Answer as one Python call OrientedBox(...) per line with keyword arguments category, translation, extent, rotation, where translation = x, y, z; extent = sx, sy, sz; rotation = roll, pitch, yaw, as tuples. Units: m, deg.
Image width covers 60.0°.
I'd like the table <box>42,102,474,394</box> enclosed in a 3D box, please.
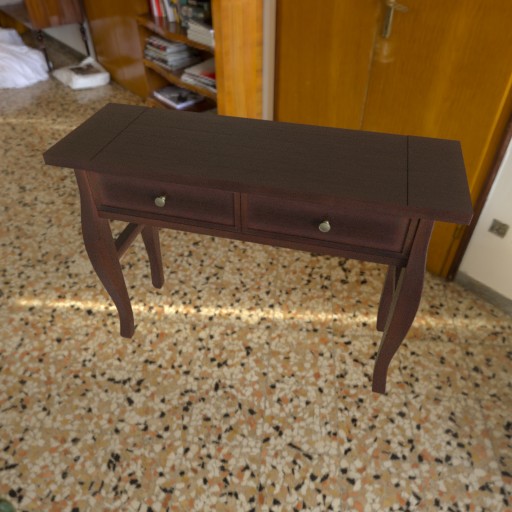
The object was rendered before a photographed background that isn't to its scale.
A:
OrientedBox(category="table", translation=(0.000, 0.000, 1.436), extent=(1.062, 0.768, 0.373), rotation=(10, 42, 11))
